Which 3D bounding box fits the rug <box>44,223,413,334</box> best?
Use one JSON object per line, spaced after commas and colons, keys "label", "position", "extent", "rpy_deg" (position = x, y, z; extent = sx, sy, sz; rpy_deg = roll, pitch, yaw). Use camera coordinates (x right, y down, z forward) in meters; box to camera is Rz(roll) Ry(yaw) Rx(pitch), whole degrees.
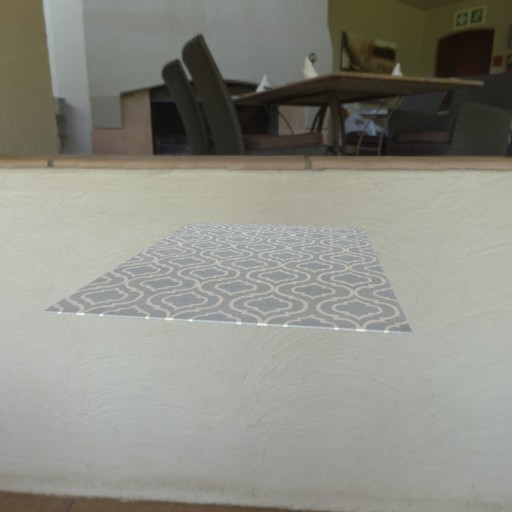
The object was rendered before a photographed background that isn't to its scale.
{"label": "rug", "position": [0.000, 0.000, 2.700], "extent": [1.451, 0.010, 2.080], "rpy_deg": [2, 14, 8]}
